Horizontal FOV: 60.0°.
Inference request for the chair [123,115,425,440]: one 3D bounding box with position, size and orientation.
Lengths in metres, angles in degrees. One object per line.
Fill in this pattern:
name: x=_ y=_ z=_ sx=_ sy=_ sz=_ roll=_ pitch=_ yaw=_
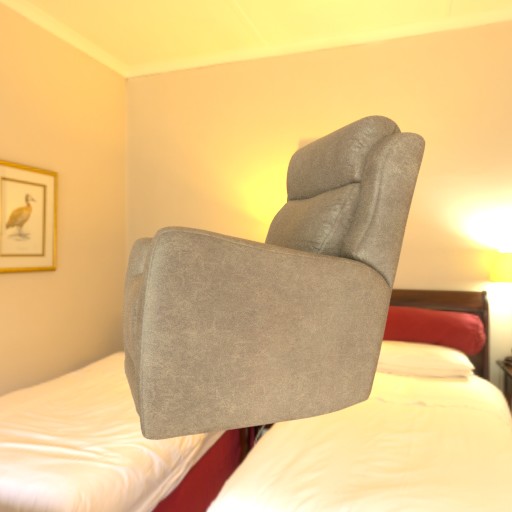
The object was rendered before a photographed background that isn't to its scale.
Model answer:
chair: x=0.000 y=0.000 z=1.887 sx=1.068 sy=1.116 sz=0.965 roll=0 pitch=1 yaw=-19
